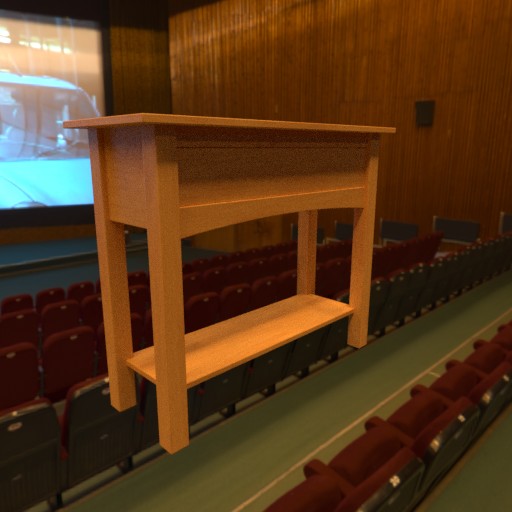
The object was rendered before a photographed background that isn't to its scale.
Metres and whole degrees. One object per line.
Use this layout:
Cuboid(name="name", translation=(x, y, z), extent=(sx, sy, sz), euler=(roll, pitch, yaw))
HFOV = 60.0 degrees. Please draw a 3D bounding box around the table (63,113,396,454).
Cuboid(name="table", translation=(0.000, 0.000, 1.281), extent=(0.900, 0.728, 0.340), euler=(-13, 19, -43))
